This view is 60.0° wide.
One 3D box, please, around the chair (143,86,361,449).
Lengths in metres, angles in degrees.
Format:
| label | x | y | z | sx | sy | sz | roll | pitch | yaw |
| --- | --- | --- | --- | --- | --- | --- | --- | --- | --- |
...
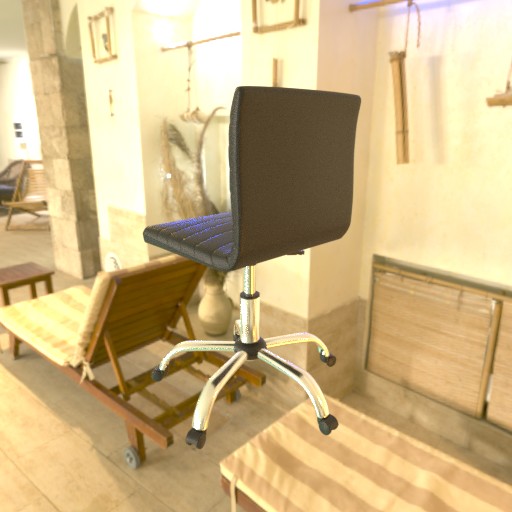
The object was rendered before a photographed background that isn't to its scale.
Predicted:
| label | x | y | z | sx | sy | sz | roll | pitch | yaw |
| --- | --- | --- | --- | --- | --- | --- | --- | --- | --- |
| chair | 0.000 | 0.000 | 1.127 | 0.556 | 0.780 | 0.530 | -16 | 23 | -42 |
